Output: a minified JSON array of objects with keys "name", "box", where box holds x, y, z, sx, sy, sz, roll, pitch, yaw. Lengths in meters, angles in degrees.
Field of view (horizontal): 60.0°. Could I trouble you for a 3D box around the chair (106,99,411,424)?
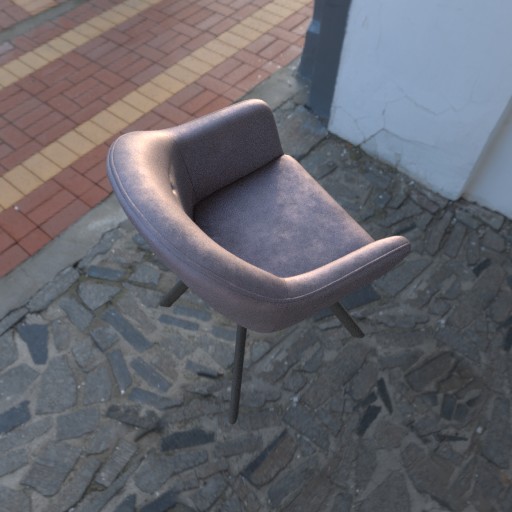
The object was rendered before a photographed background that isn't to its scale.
[{"name":"chair","box":[0.000,0.000,1.149,0.544,0.781,0.567,-29,61,-18]}]
